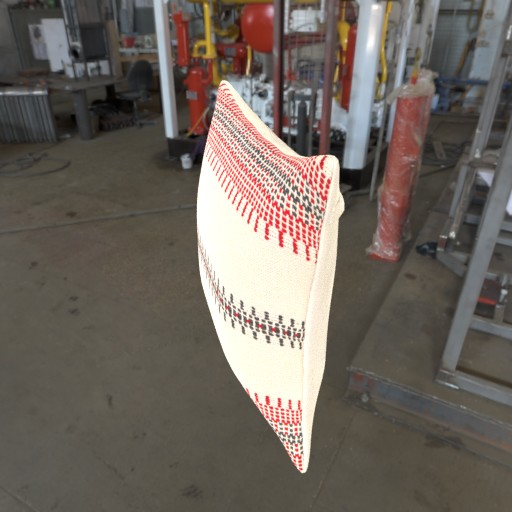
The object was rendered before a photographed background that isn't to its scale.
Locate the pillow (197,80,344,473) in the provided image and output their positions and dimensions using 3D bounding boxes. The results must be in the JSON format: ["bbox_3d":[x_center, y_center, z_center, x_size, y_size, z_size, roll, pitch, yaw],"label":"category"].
[{"bbox_3d":[0.000,0.000,0.694,0.160,0.454,0.463,-8,31,-14],"label":"pillow"}]
